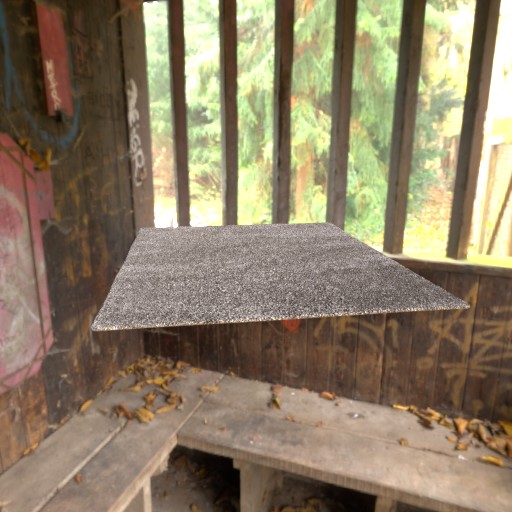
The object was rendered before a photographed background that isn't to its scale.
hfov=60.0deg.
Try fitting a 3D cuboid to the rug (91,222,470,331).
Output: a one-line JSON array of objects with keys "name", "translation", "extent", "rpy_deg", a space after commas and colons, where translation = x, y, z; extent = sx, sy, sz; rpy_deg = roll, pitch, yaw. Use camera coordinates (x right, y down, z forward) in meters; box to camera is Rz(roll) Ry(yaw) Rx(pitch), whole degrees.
[{"name": "rug", "translation": [0.000, 0.000, 4.171], "extent": [2.401, 0.025, 3.000], "rpy_deg": [-2, 15, -8]}]
